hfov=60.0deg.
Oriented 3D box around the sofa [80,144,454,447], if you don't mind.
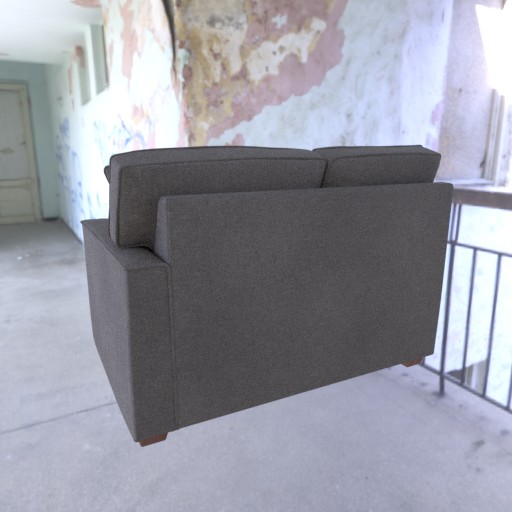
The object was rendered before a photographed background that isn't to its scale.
[{"bbox_3d":[0.000,0.000,2.029,1.388,0.989,0.991,-7,15,-26],"label":"sofa"}]
